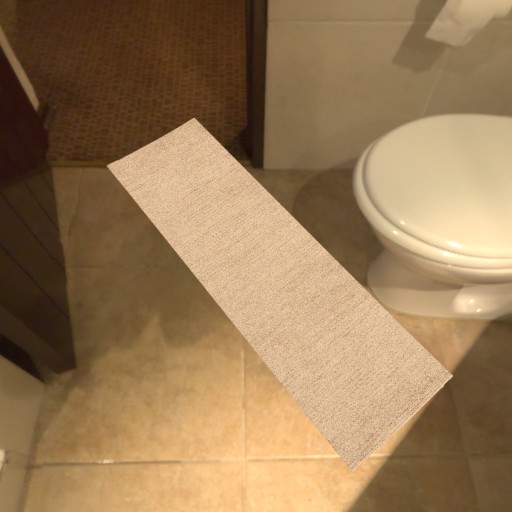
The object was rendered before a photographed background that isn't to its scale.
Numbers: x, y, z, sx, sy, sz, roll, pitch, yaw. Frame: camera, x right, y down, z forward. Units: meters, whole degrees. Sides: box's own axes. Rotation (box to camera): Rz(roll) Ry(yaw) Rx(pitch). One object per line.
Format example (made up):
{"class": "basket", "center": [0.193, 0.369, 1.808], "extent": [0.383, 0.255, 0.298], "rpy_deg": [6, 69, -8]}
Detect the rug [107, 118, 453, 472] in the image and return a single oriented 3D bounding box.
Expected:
{"class": "rug", "center": [0.000, 0.000, 2.594], "extent": [0.712, 0.013, 2.346], "rpy_deg": [-34, 65, -18]}
